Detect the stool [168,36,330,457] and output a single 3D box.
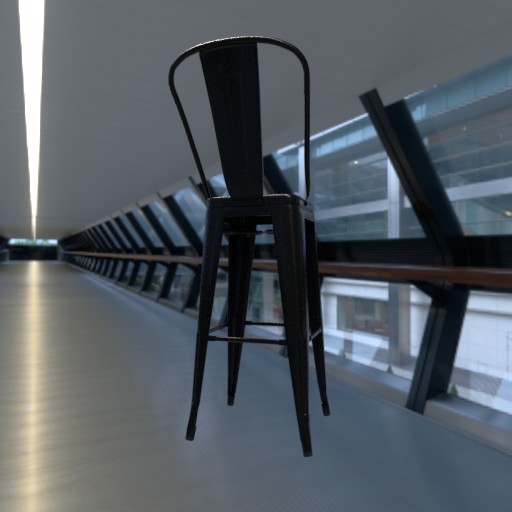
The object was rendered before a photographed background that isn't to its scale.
[{"bbox_3d":[0.000,0.000,1.354,0.399,1.096,0.513,0,-1,18],"label":"stool"}]
